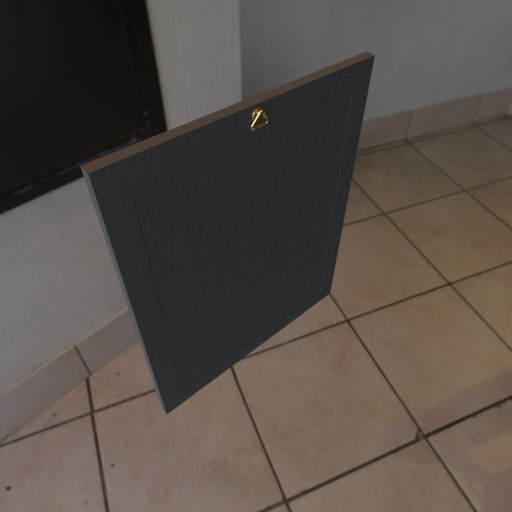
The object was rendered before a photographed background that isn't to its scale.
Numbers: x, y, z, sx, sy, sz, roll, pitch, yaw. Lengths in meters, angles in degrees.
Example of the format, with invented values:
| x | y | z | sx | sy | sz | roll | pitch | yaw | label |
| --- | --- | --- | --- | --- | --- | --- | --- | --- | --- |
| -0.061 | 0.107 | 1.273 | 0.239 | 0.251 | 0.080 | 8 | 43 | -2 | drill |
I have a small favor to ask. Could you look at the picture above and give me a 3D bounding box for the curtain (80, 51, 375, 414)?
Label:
| x | y | z | sx | sy | sz | roll | pitch | yaw | label |
| --- | --- | --- | --- | --- | --- | --- | --- | --- | --- |
| 0.000 | 0.000 | 0.796 | 0.483 | 0.585 | 0.027 | -32 | 54 | -27 | curtain |
